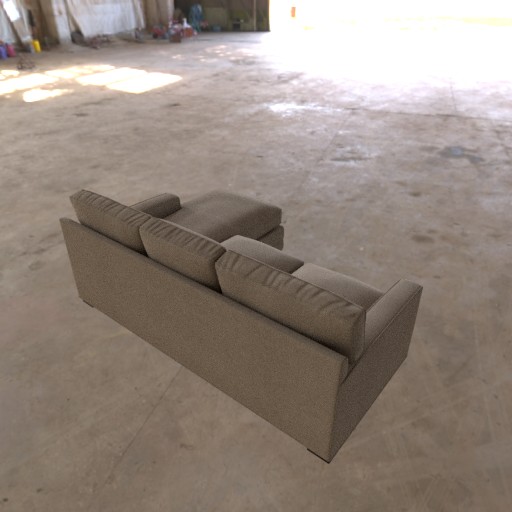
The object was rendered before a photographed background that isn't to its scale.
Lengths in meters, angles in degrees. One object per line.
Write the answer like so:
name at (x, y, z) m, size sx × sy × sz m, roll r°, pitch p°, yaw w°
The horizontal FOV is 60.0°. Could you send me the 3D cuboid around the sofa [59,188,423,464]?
sofa at (0.000, 0.000, 2.927) m, size 2.087 × 0.861 × 1.496 m, roll 23°, pitch 38°, yaw 32°
